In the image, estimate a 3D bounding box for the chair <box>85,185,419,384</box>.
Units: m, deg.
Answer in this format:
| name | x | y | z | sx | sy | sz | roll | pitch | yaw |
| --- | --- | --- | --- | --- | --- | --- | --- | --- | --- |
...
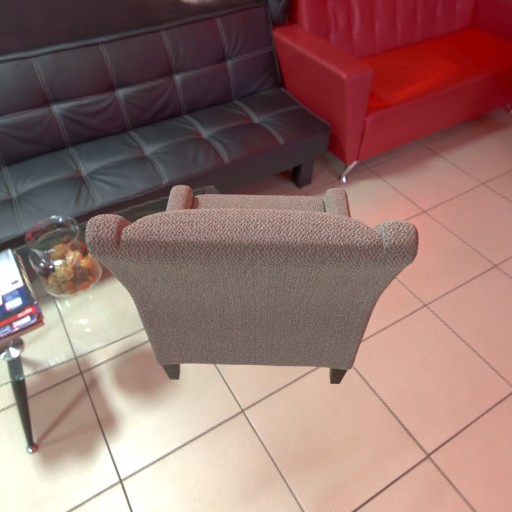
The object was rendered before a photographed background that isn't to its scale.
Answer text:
| name | x | y | z | sx | sy | sz | roll | pitch | yaw |
| --- | --- | --- | --- | --- | --- | --- | --- | --- | --- |
| chair | 0.000 | 0.000 | 1.619 | 0.774 | 1.014 | 0.870 | 1 | 47 | 1 |
